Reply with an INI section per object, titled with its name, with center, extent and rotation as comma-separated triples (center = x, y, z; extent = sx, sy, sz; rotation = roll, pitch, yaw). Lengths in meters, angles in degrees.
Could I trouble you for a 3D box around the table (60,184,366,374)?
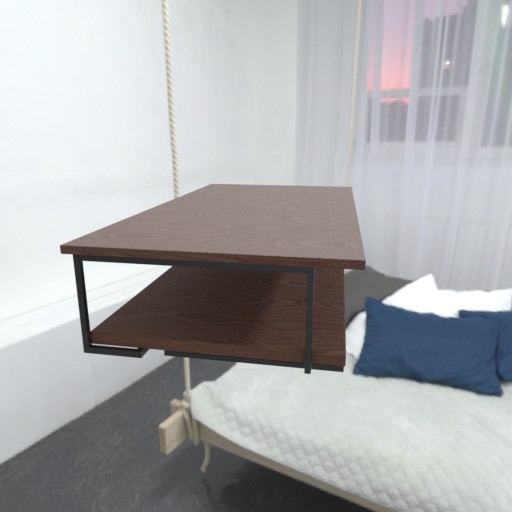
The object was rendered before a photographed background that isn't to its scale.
[table]
center = 0.000, 0.000, 1.523
extent = 0.651, 0.347, 1.197
rotation = 3, 16, 10
